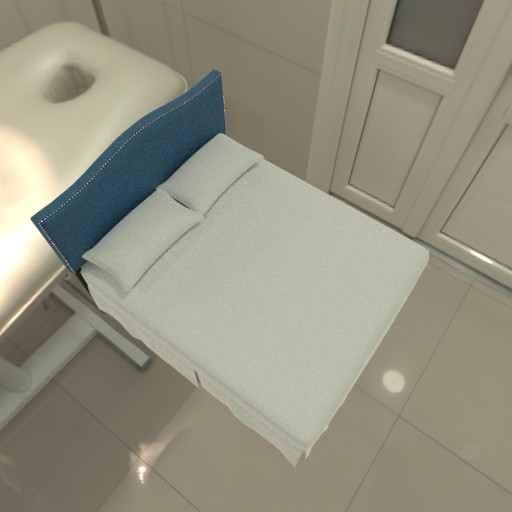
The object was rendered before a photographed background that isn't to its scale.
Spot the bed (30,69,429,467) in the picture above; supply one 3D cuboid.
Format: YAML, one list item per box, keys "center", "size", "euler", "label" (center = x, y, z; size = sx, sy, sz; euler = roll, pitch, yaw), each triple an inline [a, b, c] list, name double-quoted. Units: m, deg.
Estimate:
- center: [0.000, 0.000, 2.860]
  size: [1.872, 1.169, 1.610]
  euler: [32, 64, 18]
  label: "bed"
